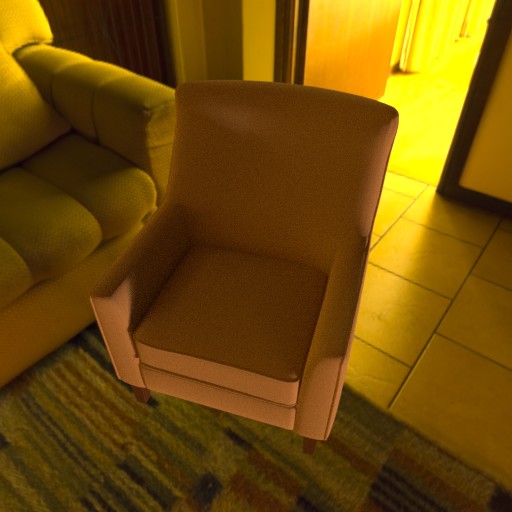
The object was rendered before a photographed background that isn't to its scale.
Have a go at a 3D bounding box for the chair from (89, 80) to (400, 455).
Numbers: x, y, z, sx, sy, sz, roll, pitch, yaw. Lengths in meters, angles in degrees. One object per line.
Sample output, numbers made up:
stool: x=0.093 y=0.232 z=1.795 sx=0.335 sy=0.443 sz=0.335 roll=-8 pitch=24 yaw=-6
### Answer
chair: x=0.000 y=0.000 z=1.535 sx=0.756 sy=0.916 sz=0.879 roll=12 pitch=42 yaw=13
